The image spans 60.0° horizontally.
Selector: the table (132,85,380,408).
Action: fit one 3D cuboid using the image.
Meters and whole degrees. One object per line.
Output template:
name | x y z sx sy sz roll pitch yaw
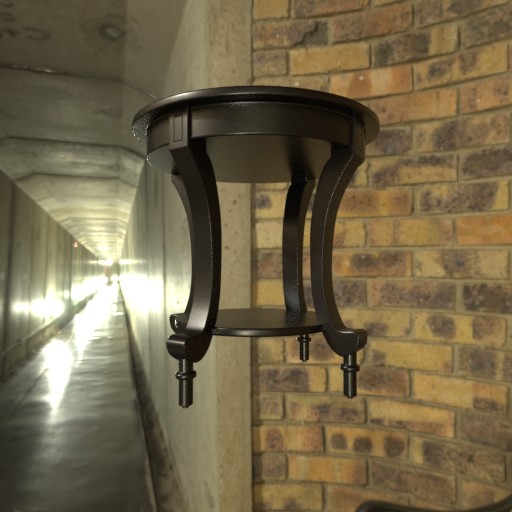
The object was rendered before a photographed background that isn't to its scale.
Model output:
table | 0.000 0.000 1.104 0.597 0.618 0.597 0 -1 0
